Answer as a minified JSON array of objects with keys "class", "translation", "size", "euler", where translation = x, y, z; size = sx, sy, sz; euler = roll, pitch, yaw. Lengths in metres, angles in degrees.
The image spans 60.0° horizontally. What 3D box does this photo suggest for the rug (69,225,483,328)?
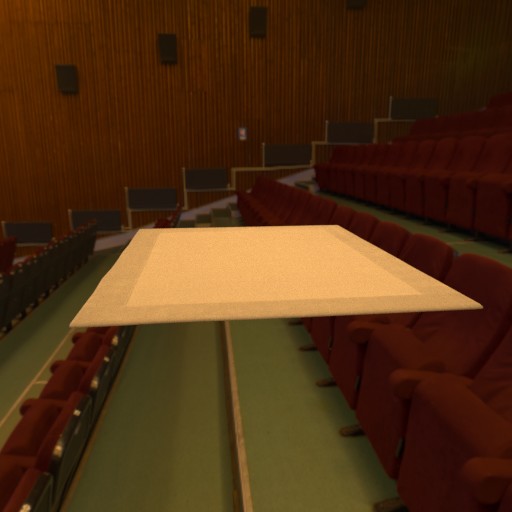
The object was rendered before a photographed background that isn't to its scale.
[{"class":"rug","translation":[0.000,0.000,3.971],"size":[2.430,0.018,2.976],"euler":[-2,14,-7]}]
